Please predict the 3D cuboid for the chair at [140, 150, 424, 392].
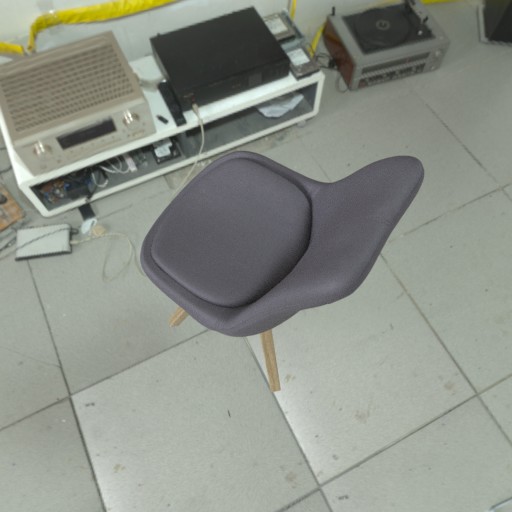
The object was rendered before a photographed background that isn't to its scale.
[{"bbox_3d":[0.000,0.000,1.168,0.547,0.865,0.483,31,68,14],"label":"chair"}]
